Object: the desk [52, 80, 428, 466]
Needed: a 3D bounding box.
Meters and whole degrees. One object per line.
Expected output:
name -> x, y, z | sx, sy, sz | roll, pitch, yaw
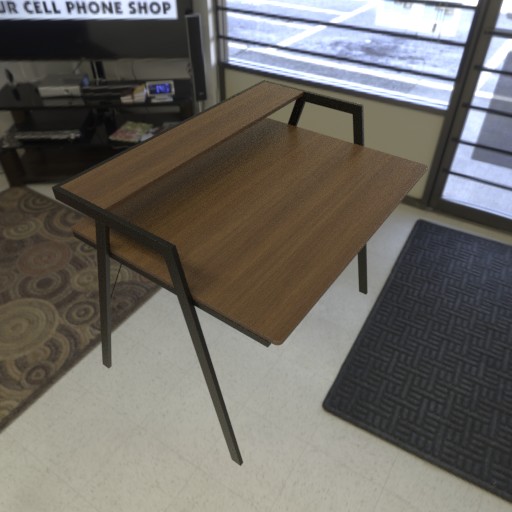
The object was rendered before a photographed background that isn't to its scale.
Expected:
desk -> 0.000, 0.000, 1.879 | 0.936, 0.998, 1.143 | 25, 47, 26
